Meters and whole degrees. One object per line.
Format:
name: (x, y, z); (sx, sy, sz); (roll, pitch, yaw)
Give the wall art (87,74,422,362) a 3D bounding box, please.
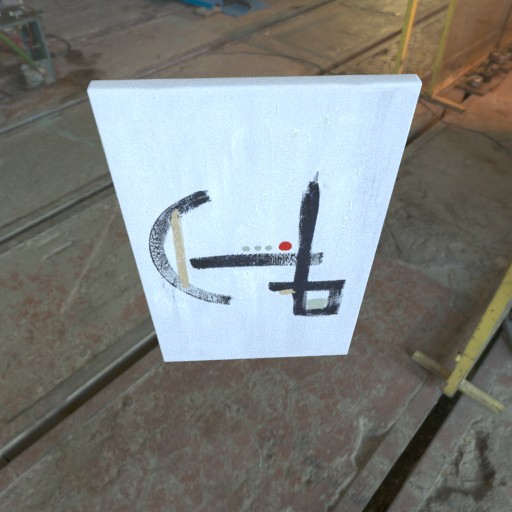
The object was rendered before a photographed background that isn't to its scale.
wall art: (0.000, 0.000, 1.133); (0.602, 0.916, 0.048); (-2, 46, -2)
